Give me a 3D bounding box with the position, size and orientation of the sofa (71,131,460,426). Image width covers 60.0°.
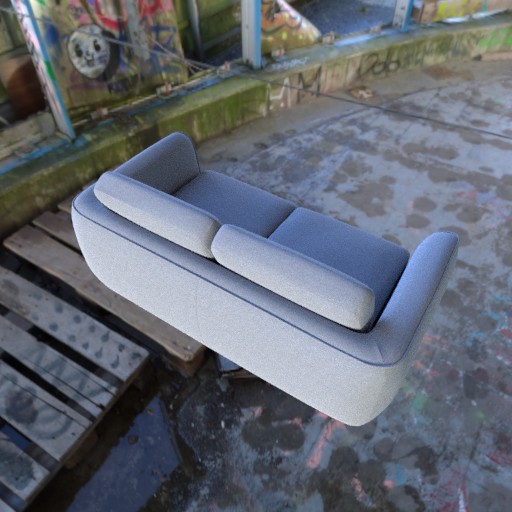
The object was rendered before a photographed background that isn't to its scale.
[{"bbox_3d":[0.000,0.000,2.190,1.700,0.850,0.920,25,51,22],"label":"sofa"}]
